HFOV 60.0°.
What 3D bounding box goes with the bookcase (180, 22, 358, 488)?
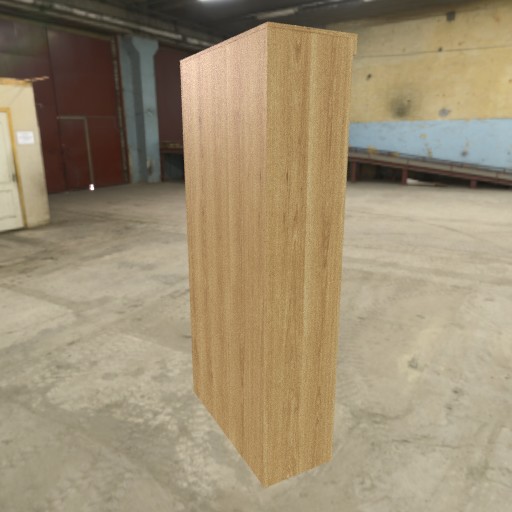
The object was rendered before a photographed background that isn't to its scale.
[{"bbox_3d":[0.000,0.000,2.354,0.420,2.020,0.950,-8,17,-27],"label":"bookcase"}]
